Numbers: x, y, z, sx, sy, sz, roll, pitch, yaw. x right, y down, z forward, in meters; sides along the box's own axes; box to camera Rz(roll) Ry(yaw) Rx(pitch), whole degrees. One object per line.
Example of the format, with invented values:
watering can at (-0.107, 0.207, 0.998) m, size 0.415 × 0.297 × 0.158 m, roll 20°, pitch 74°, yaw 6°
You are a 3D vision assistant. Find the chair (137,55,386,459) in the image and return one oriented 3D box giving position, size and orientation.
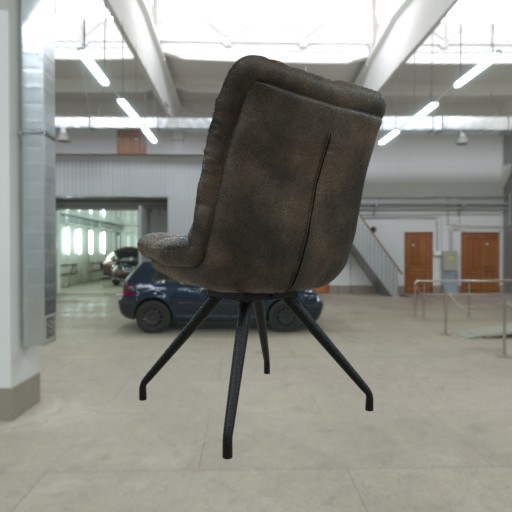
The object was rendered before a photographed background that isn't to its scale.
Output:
chair at (0.000, 0.000, 1.277) m, size 0.549 × 0.870 × 0.622 m, roll 0°, pitch 1°, yaw -37°
